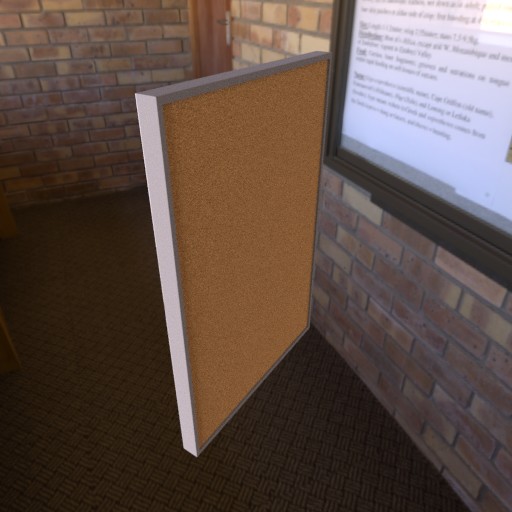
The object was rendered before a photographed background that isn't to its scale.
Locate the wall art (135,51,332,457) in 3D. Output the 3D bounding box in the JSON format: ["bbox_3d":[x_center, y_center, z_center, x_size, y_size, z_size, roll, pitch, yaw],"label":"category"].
[{"bbox_3d":[0.000,0.000,0.953,0.039,0.753,0.511,20,37,29],"label":"wall art"}]
